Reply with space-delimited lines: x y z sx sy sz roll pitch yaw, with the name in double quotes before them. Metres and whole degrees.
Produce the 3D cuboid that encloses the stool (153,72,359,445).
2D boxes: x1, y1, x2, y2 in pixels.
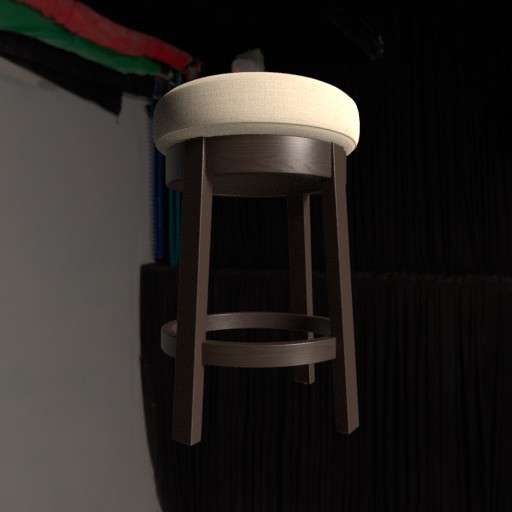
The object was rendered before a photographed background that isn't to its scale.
"stool" 0.000 0.000 0.949 0.449 0.655 0.449 0 1 0
